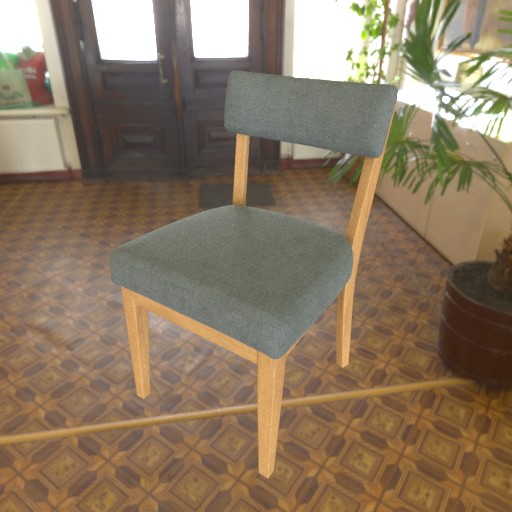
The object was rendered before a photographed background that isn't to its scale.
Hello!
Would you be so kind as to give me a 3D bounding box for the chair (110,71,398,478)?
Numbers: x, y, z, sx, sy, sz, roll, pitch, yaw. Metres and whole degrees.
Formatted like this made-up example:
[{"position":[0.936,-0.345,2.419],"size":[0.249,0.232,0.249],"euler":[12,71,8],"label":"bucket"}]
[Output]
[{"position":[0.000,0.000,1.165],"size":[0.508,0.832,0.572],"euler":[19,35,30],"label":"chair"}]
